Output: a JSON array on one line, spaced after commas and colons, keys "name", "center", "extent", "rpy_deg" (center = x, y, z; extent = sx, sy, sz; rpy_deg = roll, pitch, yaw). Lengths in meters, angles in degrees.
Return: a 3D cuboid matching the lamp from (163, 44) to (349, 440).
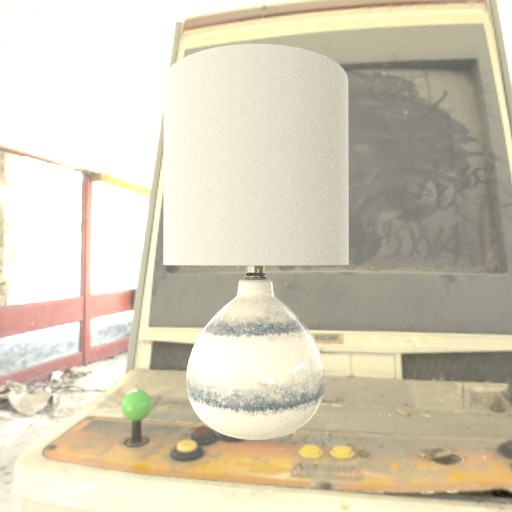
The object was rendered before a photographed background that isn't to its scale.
[{"name": "lamp", "center": [0.000, 0.000, 0.529], "extent": [0.216, 0.404, 0.216], "rpy_deg": [0, -1, 36]}]
